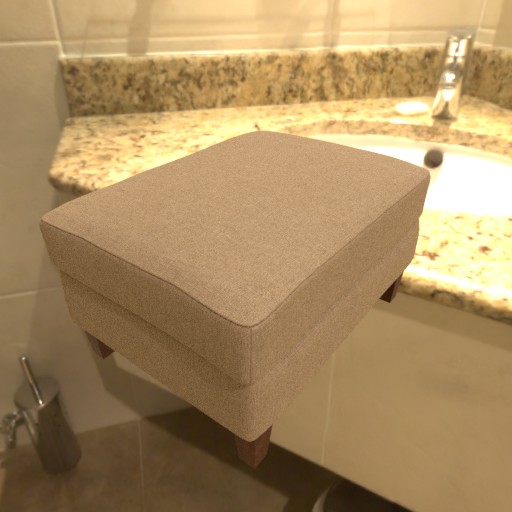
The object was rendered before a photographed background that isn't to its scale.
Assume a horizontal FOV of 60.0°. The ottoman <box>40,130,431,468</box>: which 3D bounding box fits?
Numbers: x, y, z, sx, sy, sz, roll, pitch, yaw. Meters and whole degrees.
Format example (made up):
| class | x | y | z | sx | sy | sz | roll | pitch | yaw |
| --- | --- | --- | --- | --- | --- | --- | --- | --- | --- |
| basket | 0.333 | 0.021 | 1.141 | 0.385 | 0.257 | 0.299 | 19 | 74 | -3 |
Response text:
| class | x | y | z | sx | sy | sz | roll | pitch | yaw |
| --- | --- | --- | --- | --- | --- | --- | --- | --- | --- |
| ottoman | 0.000 | 0.000 | 1.286 | 0.677 | 0.519 | 0.898 | 22 | 39 | 31 |
